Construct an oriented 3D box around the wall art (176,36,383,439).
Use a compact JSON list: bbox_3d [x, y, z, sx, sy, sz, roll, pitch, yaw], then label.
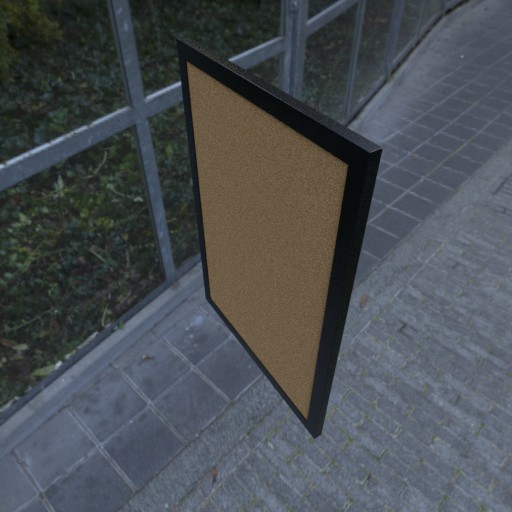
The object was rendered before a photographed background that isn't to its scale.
[{"bbox_3d":[0.000,0.000,0.831,0.019,0.656,0.462,-24,48,-24],"label":"wall art"}]
